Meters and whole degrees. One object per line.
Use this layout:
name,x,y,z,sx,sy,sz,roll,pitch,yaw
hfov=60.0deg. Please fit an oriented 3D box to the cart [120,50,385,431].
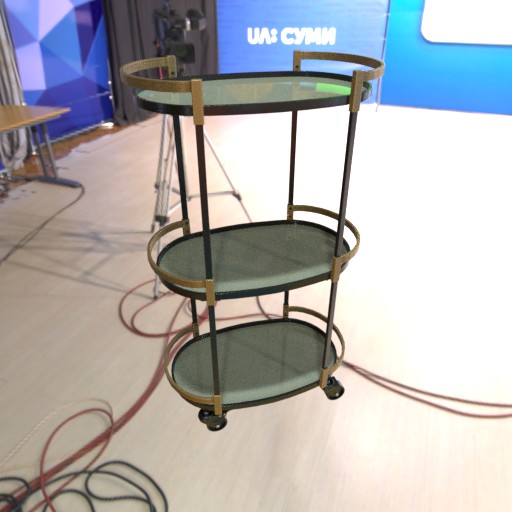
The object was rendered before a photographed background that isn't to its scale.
cart,0.000,0.000,1.094,0.515,0.885,0.311,-9,33,-15
